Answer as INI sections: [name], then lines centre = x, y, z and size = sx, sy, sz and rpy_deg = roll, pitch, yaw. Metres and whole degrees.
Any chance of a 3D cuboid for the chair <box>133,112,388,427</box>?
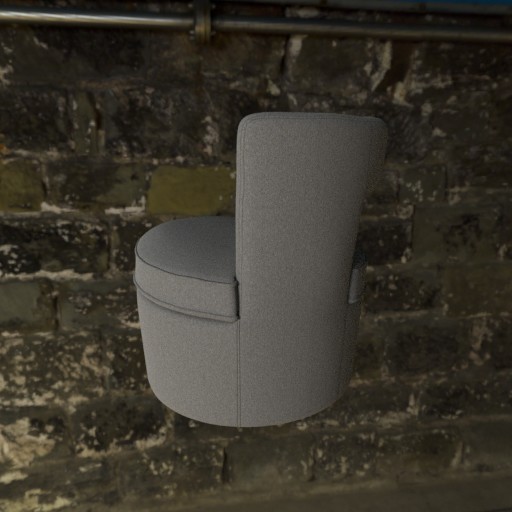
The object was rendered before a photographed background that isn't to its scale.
[chair]
centre = 0.000, 0.000, 1.233
size = 0.660, 0.719, 0.689
rpy_deg = 2, 14, 7
